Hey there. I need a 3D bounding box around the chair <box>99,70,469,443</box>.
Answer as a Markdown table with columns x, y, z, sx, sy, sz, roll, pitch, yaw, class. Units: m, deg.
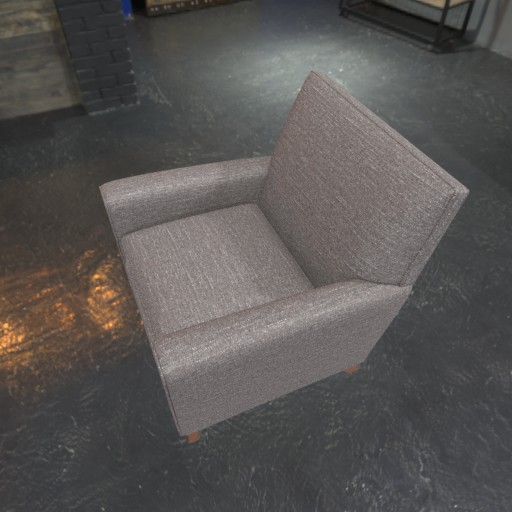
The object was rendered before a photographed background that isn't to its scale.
| x | y | z | sx | sy | sz | roll | pitch | yaw | class |
| --- | --- | --- | --- | --- | --- | --- | --- | --- | --- |
| 0.000 | 0.000 | 1.568 | 0.875 | 0.885 | 0.838 | -18 | 49 | -16 | chair |
